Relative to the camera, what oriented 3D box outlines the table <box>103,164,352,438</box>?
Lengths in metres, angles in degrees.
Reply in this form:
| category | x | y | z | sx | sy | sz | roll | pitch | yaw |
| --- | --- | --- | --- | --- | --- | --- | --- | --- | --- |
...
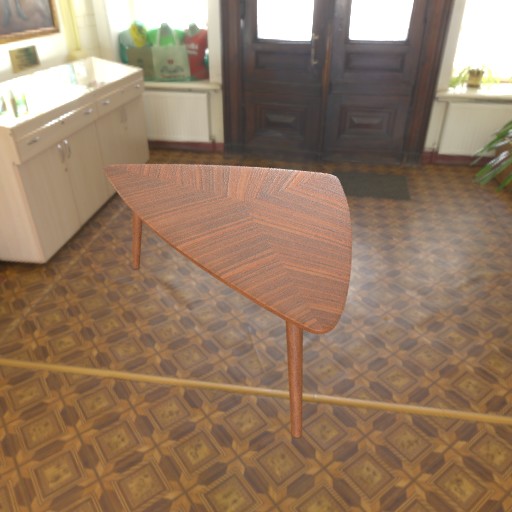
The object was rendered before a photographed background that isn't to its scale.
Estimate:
| category | x | y | z | sx | sy | sz | roll | pitch | yaw |
| --- | --- | --- | --- | --- | --- | --- | --- | --- | --- |
| table | 0.000 | 0.000 | 1.309 | 0.601 | 0.365 | 1.008 | -21 | 37 | -31 |
